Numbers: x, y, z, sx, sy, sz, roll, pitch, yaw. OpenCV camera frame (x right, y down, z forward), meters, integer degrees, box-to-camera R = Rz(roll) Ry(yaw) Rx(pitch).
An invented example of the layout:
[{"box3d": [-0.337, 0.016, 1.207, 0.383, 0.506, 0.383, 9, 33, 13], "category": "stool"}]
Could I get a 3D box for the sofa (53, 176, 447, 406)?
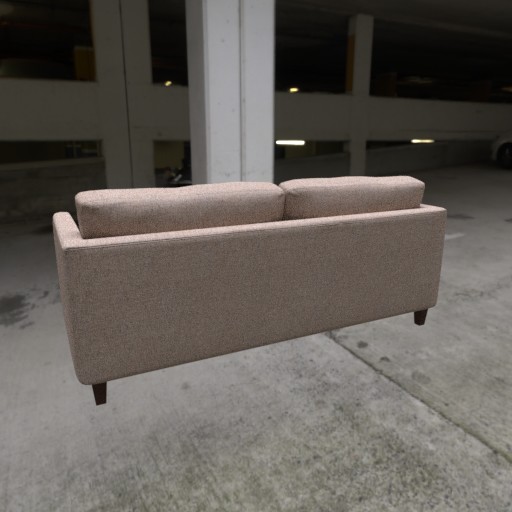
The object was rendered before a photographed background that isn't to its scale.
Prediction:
[{"box3d": [0.000, 0.000, 2.716, 2.208, 0.965, 0.951, -7, 17, -25], "category": "sofa"}]
